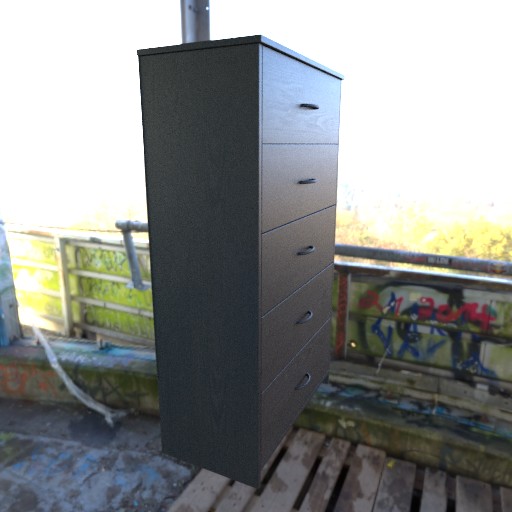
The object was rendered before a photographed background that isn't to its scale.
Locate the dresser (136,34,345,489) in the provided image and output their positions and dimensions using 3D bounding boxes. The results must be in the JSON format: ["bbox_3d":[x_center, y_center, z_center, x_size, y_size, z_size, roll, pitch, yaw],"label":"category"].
[{"bbox_3d":[0.000,0.000,1.559,0.418,1.254,0.704,7,16,26],"label":"dresser"}]
